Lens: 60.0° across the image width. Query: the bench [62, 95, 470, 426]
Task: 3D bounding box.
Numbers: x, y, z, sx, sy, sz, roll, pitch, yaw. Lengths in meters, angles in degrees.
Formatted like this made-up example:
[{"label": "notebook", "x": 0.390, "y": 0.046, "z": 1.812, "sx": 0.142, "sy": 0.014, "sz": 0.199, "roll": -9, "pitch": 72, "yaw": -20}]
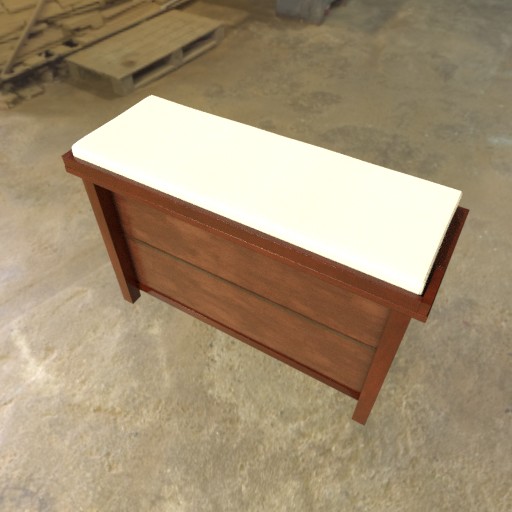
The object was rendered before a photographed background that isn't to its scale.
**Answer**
[{"label": "bench", "x": 0.000, "y": 0.000, "z": 1.327, "sx": 0.987, "sy": 0.646, "sz": 0.369, "roll": 23, "pitch": 51, "yaw": 20}]
